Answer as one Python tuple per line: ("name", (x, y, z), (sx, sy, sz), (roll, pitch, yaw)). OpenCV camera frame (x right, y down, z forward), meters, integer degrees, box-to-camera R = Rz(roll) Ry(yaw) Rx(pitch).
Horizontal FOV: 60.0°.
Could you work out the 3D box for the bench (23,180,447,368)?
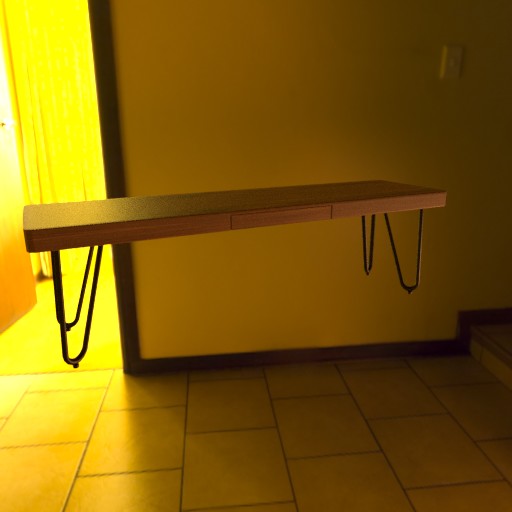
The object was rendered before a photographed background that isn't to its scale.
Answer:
("bench", (0.000, 0.000, 1.737), (1.570, 0.462, 0.425), (-8, 19, -25))
